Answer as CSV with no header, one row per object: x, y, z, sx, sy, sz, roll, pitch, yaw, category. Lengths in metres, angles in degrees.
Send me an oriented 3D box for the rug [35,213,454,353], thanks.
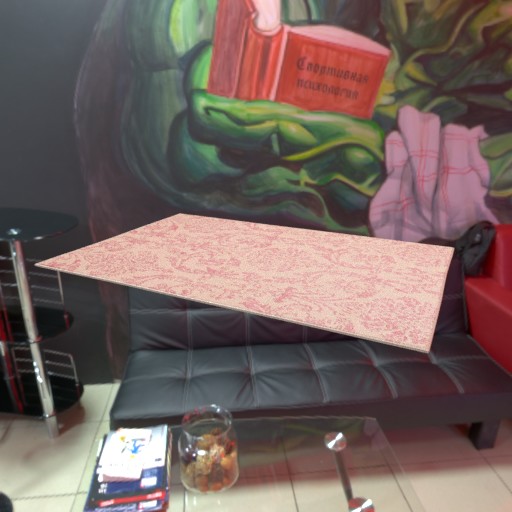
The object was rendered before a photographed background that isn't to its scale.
0.000,0.000,2.316,1.839,0.012,1.219,9,21,25,rug
